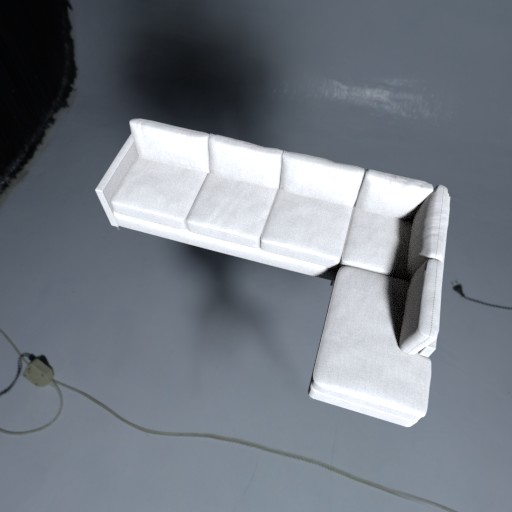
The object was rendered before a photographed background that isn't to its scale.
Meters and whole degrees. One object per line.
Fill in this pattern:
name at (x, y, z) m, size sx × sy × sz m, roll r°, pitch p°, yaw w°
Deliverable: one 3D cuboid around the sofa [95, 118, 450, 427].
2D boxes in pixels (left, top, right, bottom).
sofa at (0.000, 0.000, 4.163) m, size 3.331 × 0.964 × 2.077 m, roll 15°, pitch 59°, yaw 9°
